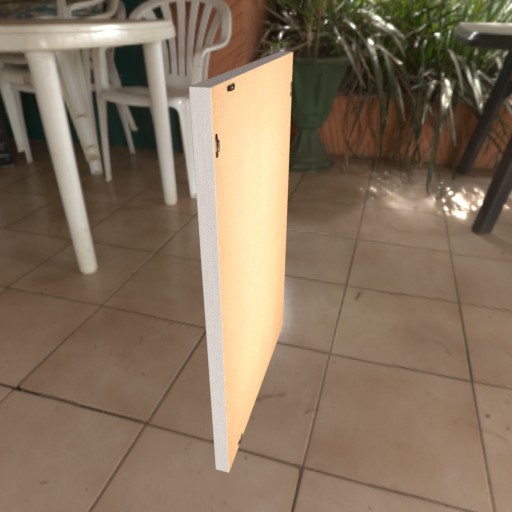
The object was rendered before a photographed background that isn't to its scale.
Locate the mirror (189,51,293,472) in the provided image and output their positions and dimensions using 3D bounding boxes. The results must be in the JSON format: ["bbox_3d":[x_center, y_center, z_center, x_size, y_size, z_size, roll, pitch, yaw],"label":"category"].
[{"bbox_3d":[0.000,0.000,1.147,0.040,0.915,0.609,8,30,14],"label":"mirror"}]
